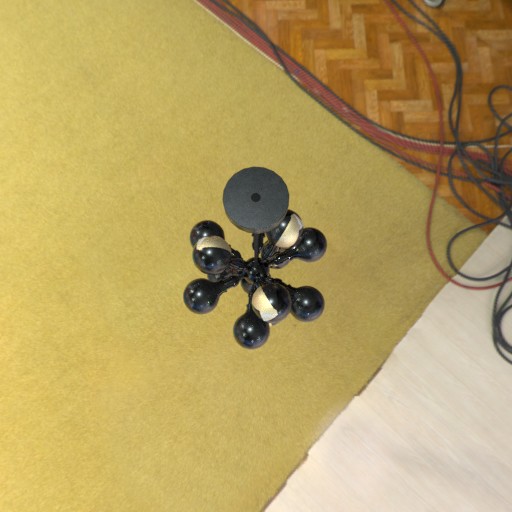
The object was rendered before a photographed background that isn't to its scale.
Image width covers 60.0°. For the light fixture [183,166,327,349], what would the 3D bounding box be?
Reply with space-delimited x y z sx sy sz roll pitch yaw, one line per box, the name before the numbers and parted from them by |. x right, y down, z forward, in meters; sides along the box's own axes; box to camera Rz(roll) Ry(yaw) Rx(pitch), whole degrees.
light fixture | 0.000 0.000 1.148 0.420 0.859 0.468 4 77 1
